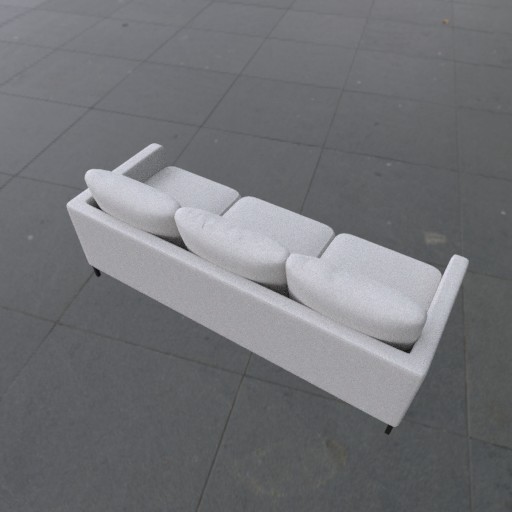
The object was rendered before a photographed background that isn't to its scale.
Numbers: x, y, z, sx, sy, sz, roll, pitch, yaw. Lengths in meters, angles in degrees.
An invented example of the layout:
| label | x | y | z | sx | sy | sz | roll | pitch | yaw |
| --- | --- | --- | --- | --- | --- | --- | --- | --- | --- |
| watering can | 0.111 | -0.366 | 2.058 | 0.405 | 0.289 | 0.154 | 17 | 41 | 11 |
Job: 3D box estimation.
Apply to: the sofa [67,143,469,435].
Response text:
| label | x | y | z | sx | sy | sz | roll | pitch | yaw |
| --- | --- | --- | --- | --- | --- | --- | --- | --- | --- |
| sofa | 0.000 | 0.000 | 2.702 | 2.218 | 0.874 | 0.859 | 24 | 51 | 21 |
